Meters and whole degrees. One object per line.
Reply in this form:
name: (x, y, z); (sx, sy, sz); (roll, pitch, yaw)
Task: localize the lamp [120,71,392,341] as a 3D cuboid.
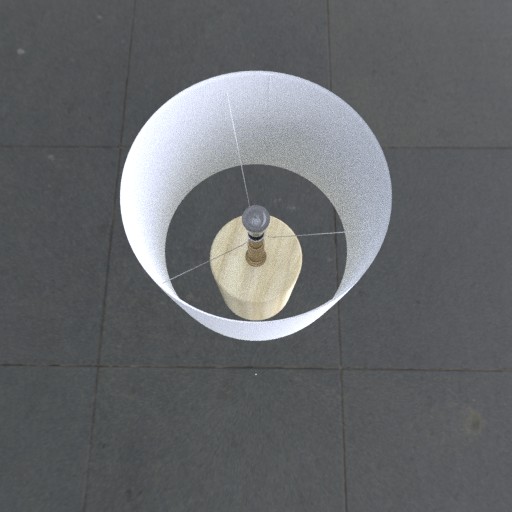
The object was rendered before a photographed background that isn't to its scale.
lamp: (0.000, 0.000, 0.583); (0.228, 0.444, 0.228); (15, 76, 4)
